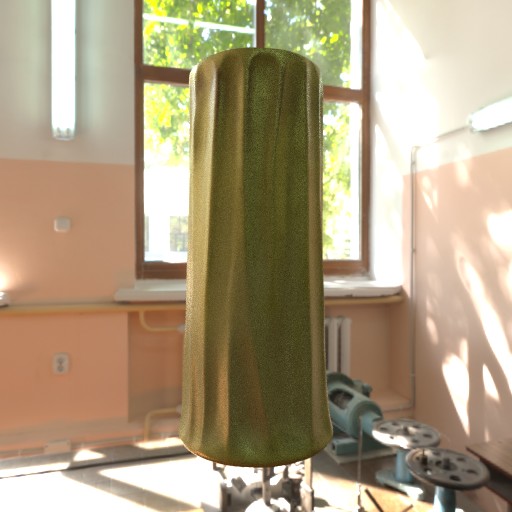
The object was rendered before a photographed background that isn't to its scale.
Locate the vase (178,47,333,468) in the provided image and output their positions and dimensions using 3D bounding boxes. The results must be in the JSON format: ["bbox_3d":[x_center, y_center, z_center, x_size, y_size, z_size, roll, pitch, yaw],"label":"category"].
[{"bbox_3d":[0.000,0.000,0.177,0.061,0.143,0.061,0,1,0],"label":"vase"}]
